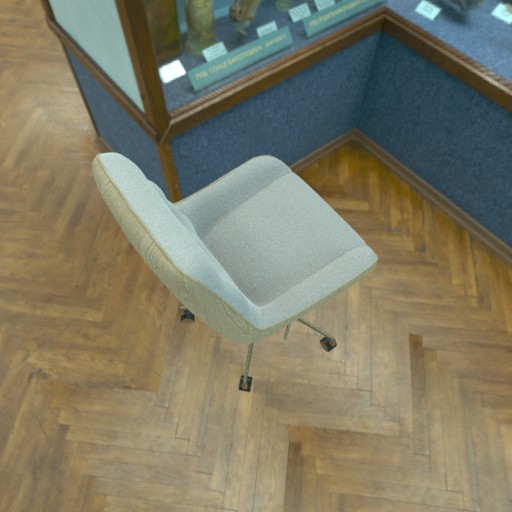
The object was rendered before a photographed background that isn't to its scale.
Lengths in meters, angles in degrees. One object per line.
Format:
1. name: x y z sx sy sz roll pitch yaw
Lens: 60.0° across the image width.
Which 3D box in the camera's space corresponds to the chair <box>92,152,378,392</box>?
1. chair: 0.000 0.000 1.364 0.668 0.952 0.564 -32 64 -18
